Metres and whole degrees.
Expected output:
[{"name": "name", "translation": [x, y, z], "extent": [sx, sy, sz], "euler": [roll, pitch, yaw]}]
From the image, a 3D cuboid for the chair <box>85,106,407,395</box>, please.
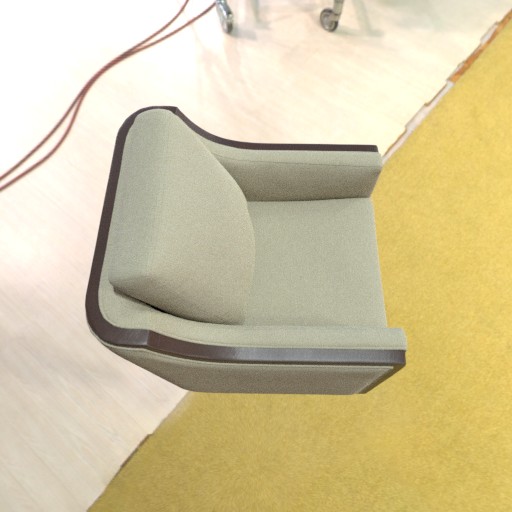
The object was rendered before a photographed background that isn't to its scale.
[{"name": "chair", "translation": [0.000, 0.000, 1.628], "extent": [0.950, 0.930, 0.870], "euler": [1, 64, 0]}]
